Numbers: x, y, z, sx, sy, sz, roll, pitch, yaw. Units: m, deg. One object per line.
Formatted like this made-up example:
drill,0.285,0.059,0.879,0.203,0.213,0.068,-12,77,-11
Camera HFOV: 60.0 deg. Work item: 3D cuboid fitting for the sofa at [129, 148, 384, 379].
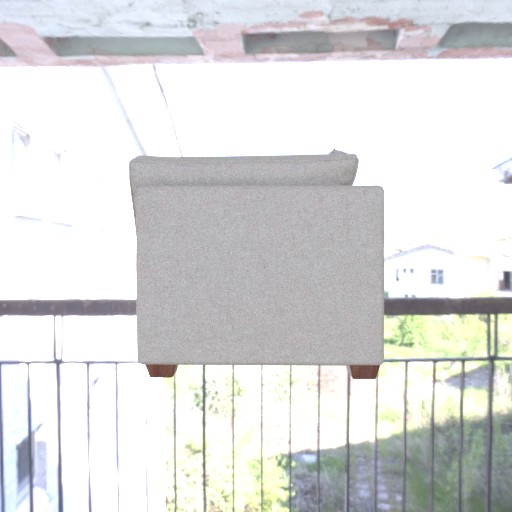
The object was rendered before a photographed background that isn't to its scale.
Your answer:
sofa,0.000,0.000,2.888,1.061,0.962,2.317,0,0,0
